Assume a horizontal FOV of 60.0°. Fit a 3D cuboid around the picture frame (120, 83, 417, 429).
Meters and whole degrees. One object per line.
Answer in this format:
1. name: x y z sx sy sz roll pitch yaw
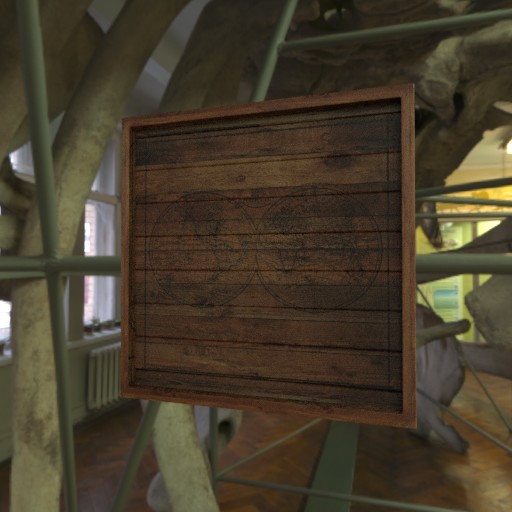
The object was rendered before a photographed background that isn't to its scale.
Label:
1. picture frame: 0.000 0.000 0.522 0.352 0.356 0.028 0 -1 18
